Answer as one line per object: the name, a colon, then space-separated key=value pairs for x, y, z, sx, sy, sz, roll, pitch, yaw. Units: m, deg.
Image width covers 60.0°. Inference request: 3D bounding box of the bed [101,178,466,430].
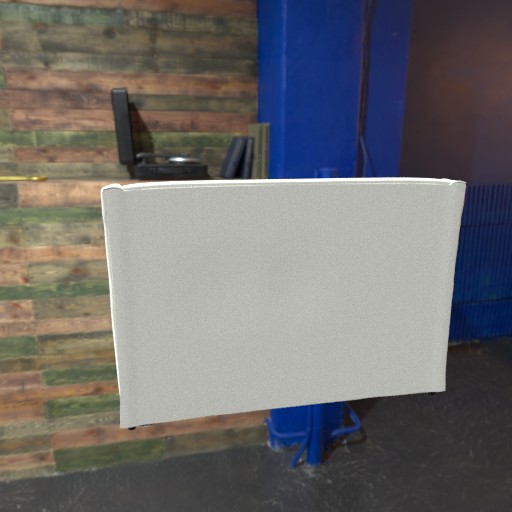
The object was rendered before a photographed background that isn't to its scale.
bed: x=0.000 y=0.000 z=3.449 sx=1.925 sy=1.332 sz=2.276 roll=-3 pitch=14 yaw=-11
